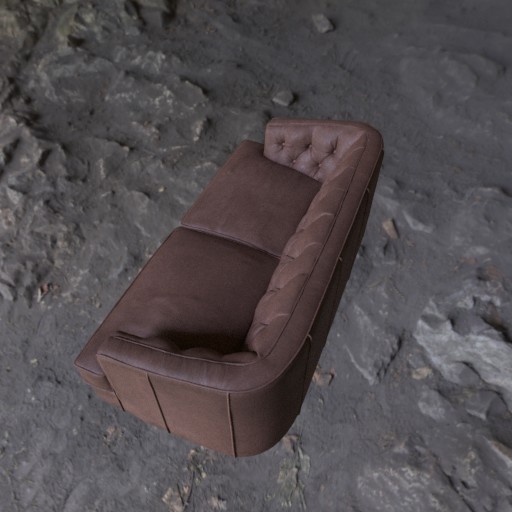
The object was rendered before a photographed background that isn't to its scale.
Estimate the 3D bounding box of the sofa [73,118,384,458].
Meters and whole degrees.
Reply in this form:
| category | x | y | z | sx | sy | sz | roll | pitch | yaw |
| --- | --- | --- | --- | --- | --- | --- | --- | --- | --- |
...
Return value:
| category | x | y | z | sx | sy | sz | roll | pitch | yaw |
| --- | --- | --- | --- | --- | --- | --- | --- | --- | --- |
| sofa | 0.000 | 0.000 | 2.234 | 0.917 | 0.799 | 1.767 | 17 | 50 | 15 |
